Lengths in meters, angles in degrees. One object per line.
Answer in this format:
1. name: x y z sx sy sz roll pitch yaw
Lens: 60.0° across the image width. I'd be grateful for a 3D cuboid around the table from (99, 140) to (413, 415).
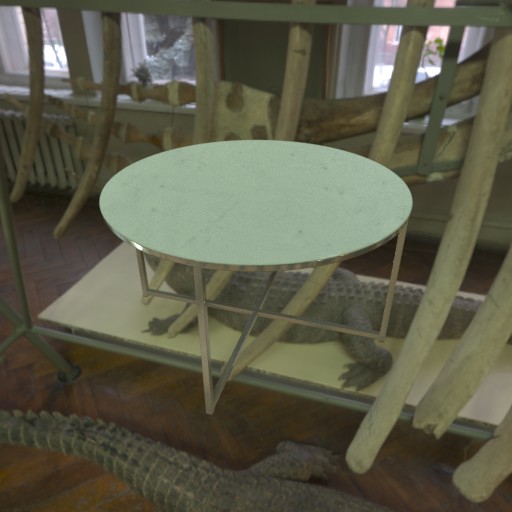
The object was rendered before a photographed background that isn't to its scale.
1. table: 0.000 0.000 1.299 0.800 0.450 0.800 0 31 0
